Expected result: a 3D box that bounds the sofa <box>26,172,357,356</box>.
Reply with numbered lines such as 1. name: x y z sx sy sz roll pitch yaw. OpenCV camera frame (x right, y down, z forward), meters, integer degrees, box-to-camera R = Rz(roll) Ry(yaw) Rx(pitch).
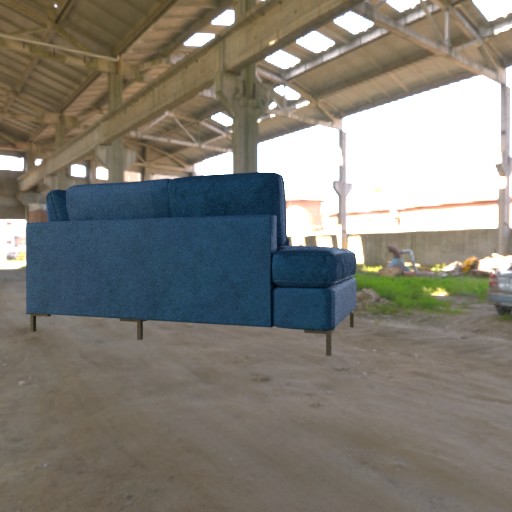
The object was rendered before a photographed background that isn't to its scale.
1. sofa: 0.000 0.000 4.184 2.055 0.992 3.434 0 0 19
